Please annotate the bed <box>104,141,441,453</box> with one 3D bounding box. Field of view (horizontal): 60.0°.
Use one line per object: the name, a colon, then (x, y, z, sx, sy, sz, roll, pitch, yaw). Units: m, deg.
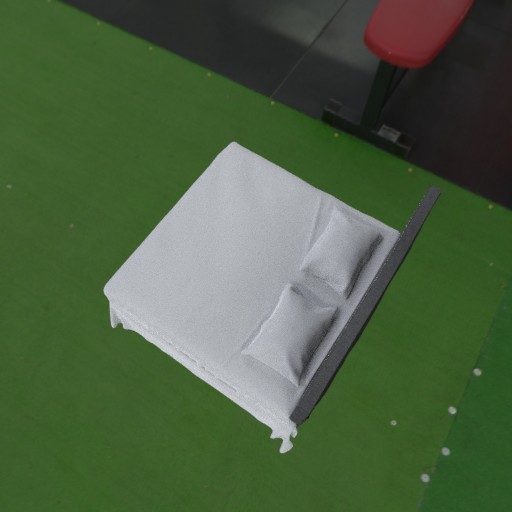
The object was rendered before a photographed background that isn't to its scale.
bed: (0.000, 0.000, 3.844, 2.219, 1.651, 2.314, 32, 69, 14)
